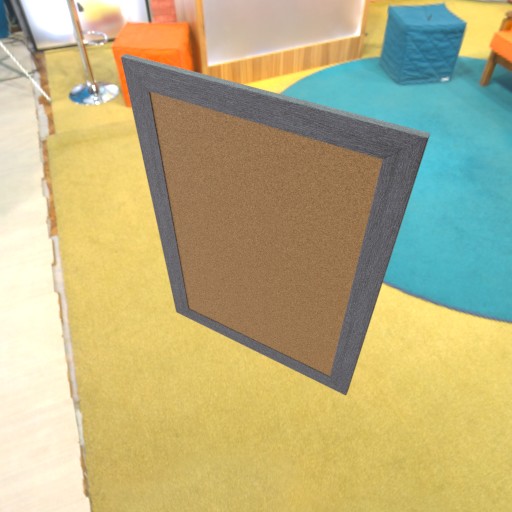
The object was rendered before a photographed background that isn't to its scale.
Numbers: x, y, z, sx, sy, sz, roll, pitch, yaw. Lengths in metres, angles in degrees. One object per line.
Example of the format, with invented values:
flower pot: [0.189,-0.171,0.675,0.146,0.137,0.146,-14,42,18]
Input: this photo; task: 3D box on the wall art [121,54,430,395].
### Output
wall art: [0.000,0.000,1.374,0.768,1.070,0.020,22,50,20]
